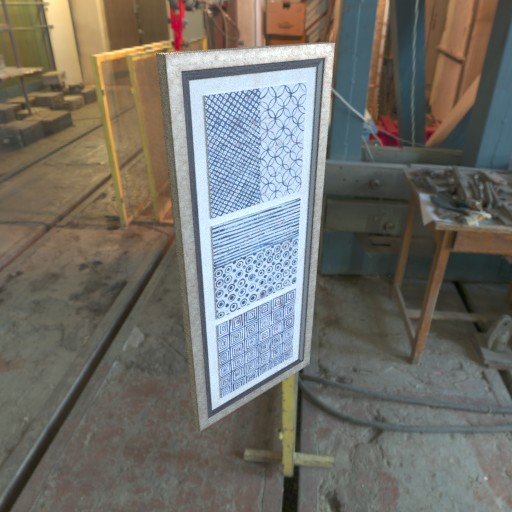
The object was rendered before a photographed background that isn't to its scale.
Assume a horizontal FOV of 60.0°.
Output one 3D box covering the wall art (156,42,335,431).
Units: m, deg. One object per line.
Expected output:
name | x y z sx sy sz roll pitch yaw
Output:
wall art | 0.000 0.000 1.710 0.648 1.461 0.051 -22 36 -33
